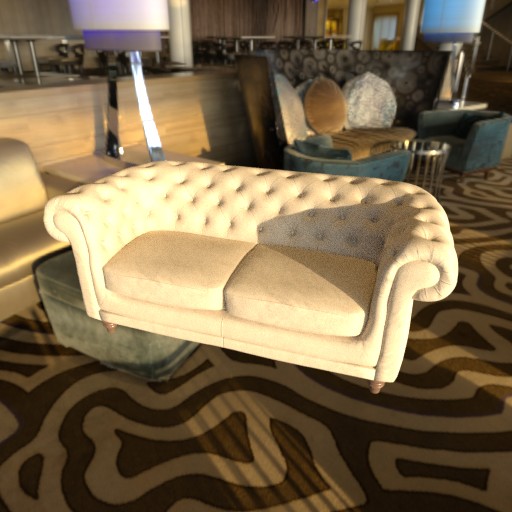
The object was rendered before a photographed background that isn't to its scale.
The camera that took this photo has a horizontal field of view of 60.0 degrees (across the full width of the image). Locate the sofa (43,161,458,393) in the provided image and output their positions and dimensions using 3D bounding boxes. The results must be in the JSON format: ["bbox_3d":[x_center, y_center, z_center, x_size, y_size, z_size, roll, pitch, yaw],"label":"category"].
[{"bbox_3d":[0.000,0.000,2.531,1.988,0.835,1.069,9,27,17],"label":"sofa"}]
